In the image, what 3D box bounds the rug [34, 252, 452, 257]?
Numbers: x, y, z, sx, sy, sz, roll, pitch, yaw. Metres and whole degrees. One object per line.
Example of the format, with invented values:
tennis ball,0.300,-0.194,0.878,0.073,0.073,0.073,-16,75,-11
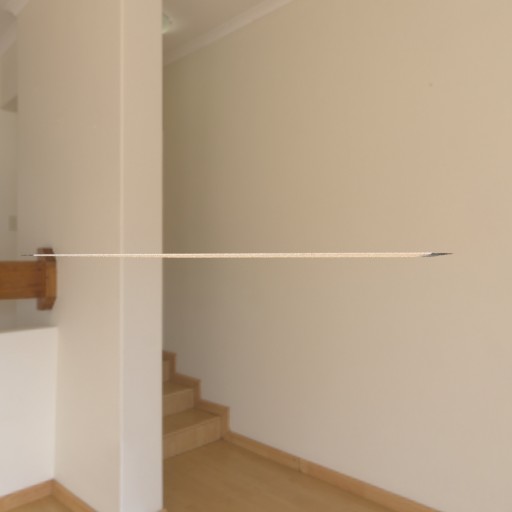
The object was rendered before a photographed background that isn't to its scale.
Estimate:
rug,0.000,0.000,4.313,3.327,0.010,2.464,0,-1,18
